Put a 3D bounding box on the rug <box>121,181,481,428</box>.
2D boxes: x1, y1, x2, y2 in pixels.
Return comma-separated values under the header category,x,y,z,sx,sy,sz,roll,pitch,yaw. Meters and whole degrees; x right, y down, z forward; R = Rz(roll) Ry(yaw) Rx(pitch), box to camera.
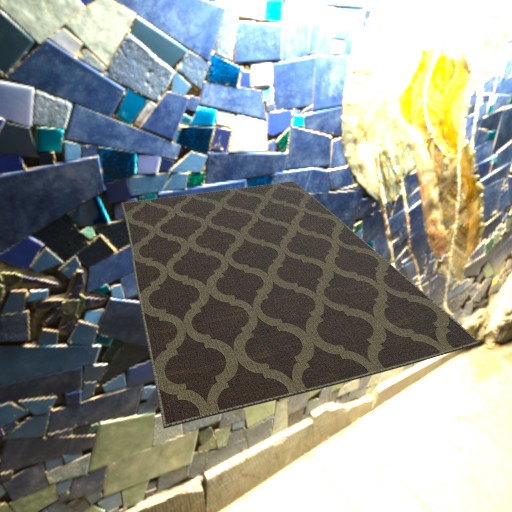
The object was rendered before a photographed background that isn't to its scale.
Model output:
category,x,y,z,sx,sy,sz,roll,pitch,yaw
rug,0.000,0.000,2.839,1.522,0.008,2.284,-10,32,-16
